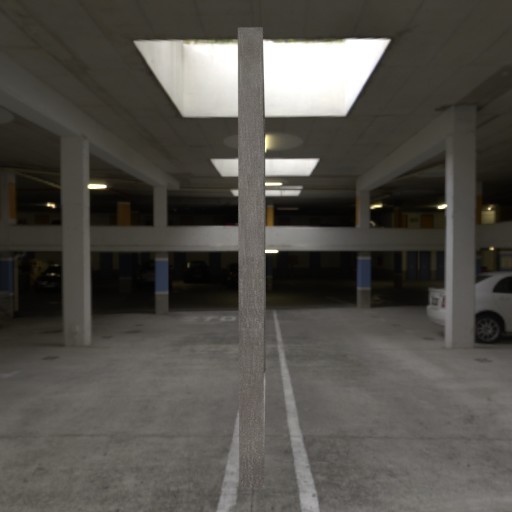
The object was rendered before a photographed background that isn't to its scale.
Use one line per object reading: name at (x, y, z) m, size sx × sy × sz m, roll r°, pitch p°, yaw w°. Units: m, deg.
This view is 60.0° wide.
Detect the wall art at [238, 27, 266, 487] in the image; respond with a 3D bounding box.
wall art at (0.000, 0.000, 0.713) m, size 0.032 × 0.521 × 0.421 m, roll 0°, pitch 1°, yaw 1°
